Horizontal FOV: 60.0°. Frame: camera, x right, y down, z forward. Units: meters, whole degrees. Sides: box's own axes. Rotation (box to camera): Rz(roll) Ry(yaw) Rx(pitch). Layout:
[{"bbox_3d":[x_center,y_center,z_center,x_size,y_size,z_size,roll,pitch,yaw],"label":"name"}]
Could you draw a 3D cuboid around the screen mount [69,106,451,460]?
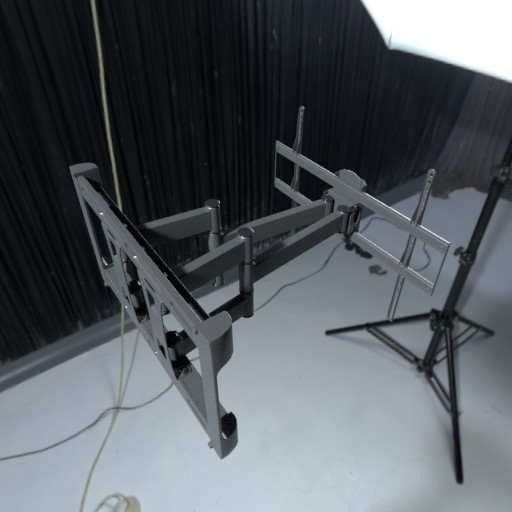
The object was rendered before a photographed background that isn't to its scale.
[{"bbox_3d":[0.000,0.000,1.128,0.644,0.491,0.661,-24,46,-26],"label":"screen mount"}]
